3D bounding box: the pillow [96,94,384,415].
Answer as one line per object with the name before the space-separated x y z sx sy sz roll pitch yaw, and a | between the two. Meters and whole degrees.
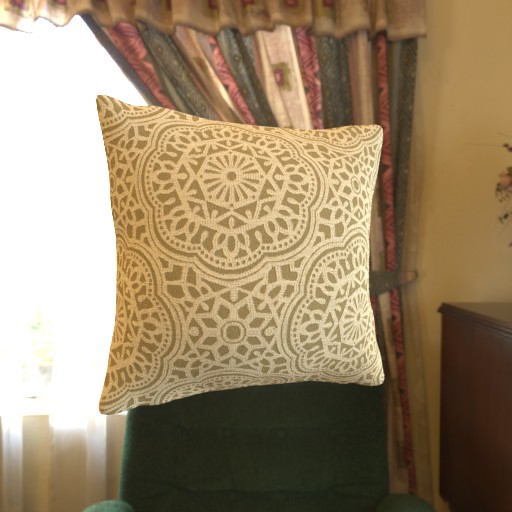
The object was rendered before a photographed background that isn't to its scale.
pillow | 0.000 0.000 0.646 0.438 0.421 0.167 0 1 -19
